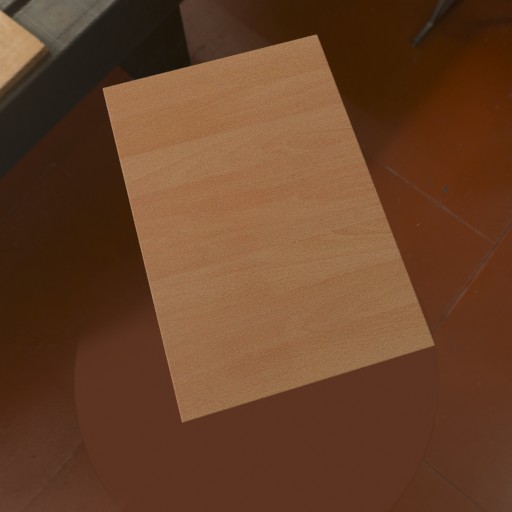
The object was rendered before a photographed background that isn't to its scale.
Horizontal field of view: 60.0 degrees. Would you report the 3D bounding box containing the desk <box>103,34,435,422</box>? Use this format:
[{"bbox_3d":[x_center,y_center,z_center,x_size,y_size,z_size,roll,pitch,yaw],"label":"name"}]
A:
[{"bbox_3d":[0.000,0.000,1.096,0.404,0.730,0.600,-16,77,-4],"label":"desk"}]
